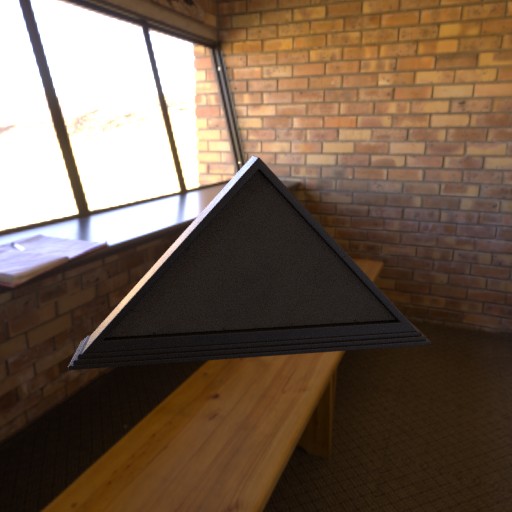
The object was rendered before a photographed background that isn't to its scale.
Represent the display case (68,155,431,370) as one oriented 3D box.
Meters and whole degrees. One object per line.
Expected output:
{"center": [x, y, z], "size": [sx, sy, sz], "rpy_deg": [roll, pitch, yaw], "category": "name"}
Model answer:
{"center": [0.000, 0.000, 0.775], "size": [0.640, 0.340, 0.095], "rpy_deg": [-2, 16, -8], "category": "display case"}
